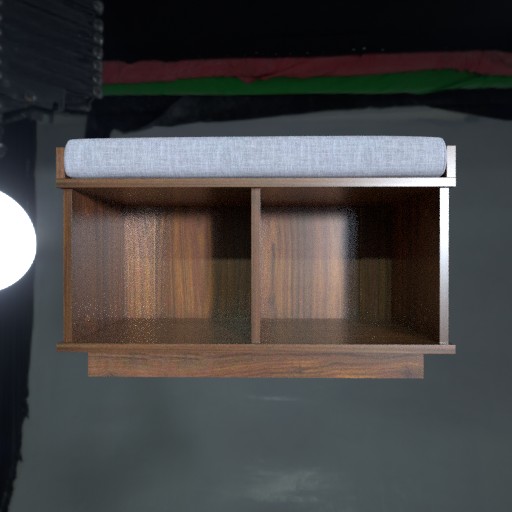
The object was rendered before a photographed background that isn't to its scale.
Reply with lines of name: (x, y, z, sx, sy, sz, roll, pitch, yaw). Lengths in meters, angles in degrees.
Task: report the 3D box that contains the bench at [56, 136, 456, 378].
bench: (0.000, 0.000, 0.984, 0.734, 0.461, 0.362, 0, 0, 1)
